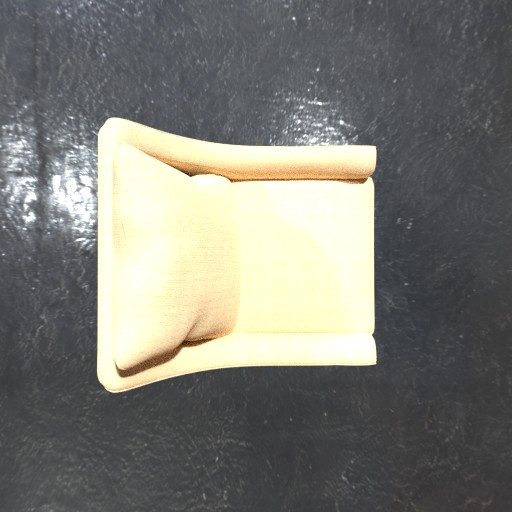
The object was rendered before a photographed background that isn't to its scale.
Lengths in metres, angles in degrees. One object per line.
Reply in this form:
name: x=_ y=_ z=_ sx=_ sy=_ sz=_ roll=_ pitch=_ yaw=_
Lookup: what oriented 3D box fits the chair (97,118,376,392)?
chair: x=0.000 y=0.000 z=1.567 sx=0.876 sy=0.927 sz=0.760 roll=0 pitch=89 yaw=-1
